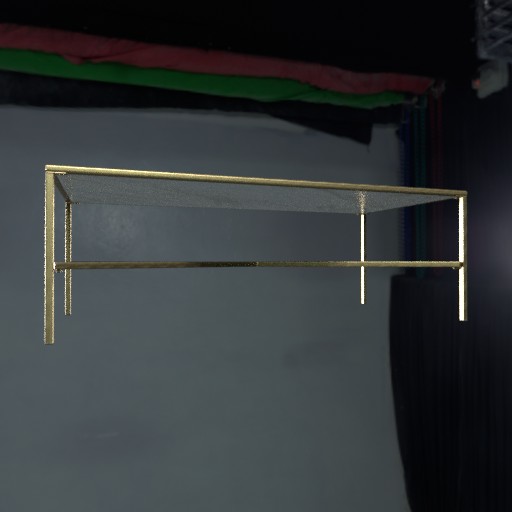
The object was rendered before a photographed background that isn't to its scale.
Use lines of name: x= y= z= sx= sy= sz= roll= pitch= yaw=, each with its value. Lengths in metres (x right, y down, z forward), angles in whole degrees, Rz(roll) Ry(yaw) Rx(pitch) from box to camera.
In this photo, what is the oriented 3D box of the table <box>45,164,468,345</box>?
table: x=0.000 y=0.000 z=1.459 sx=1.197 sy=0.405 sz=0.577 roll=0 pitch=-1 yaw=-19
